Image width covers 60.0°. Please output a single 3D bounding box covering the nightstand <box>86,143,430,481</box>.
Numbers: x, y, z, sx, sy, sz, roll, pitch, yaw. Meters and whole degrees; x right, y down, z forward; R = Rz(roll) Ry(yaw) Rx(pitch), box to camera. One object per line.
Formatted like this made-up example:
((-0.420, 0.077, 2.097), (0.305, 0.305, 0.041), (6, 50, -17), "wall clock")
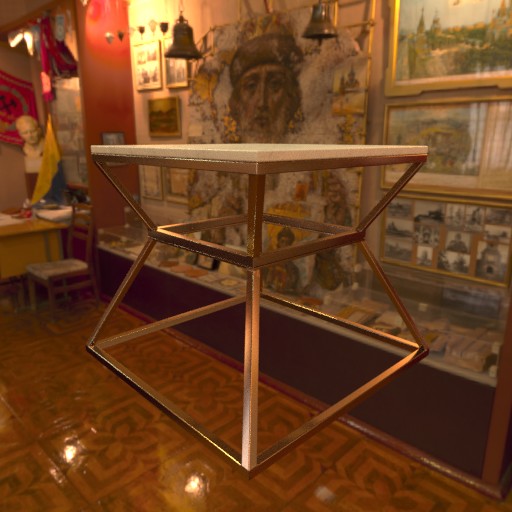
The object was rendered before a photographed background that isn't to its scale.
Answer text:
((0.000, 0.000, 0.884), (0.514, 0.426, 0.513), (-14, 20, -42), "nightstand")
